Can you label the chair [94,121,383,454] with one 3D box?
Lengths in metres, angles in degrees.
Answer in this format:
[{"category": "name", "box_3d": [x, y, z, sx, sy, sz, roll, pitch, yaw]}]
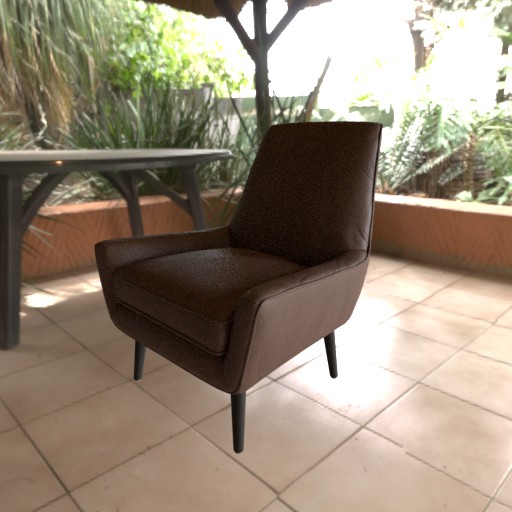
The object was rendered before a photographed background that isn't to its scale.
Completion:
[{"category": "chair", "box_3d": [0.000, 0.000, 1.507, 0.787, 0.888, 0.824, 15, 21, 43]}]
